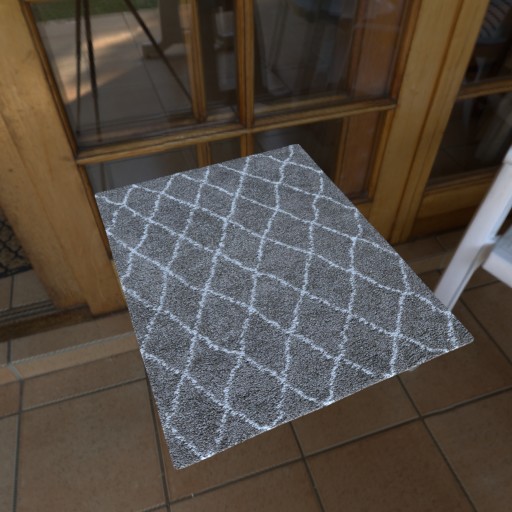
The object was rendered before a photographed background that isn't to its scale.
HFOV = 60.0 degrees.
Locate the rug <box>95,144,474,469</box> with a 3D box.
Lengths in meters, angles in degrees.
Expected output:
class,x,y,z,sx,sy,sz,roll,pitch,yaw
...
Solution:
class,x,y,z,sx,sy,sz,roll,pitch,yaw
rug,0.000,0.000,4.104,2.438,0.029,3.047,-17,49,-16
